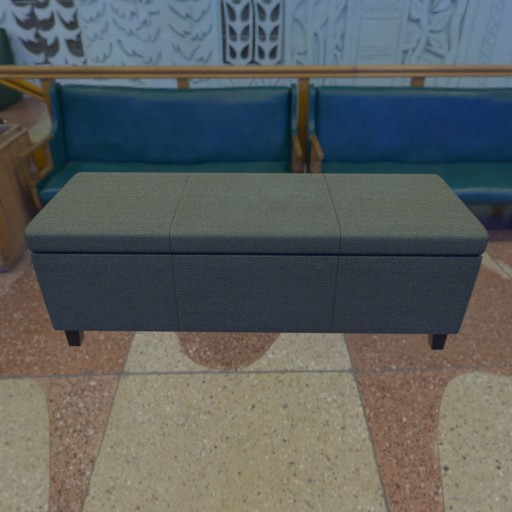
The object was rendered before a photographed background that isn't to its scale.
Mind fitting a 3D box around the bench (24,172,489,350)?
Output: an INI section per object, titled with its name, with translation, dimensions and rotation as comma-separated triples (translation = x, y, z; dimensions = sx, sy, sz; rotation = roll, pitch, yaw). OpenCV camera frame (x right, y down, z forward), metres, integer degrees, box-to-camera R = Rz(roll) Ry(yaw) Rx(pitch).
[bench]
translation = 0.000, 0.000, 1.462
dimensions = 1.269, 0.438, 0.446
rotation = 0, 32, 1
